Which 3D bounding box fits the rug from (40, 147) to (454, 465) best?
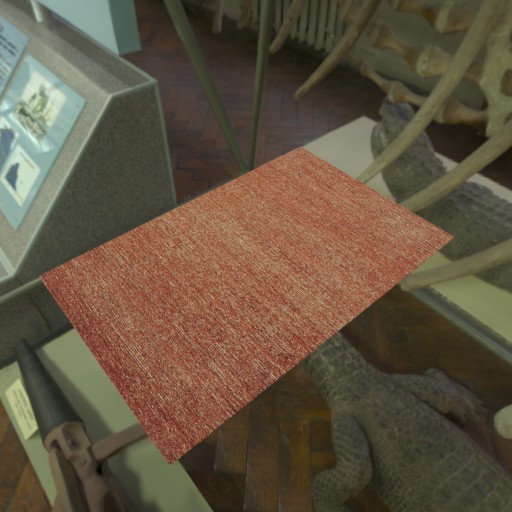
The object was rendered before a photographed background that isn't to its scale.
[{"bbox_3d":[0.000,0.000,2.207,1.747,0.011,1.139,-31,53,-27],"label":"rug"}]
